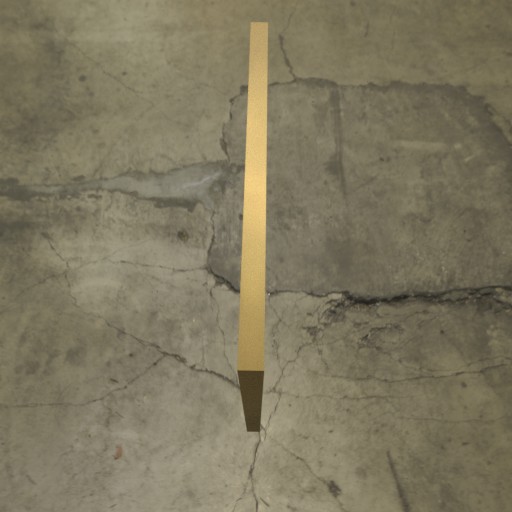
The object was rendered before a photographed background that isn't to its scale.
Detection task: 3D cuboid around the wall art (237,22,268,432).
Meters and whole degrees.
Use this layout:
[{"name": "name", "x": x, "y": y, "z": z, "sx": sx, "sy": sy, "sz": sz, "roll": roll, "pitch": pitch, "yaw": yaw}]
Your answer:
[{"name": "wall art", "x": 0.000, "y": 0.000, "z": 1.136, "sx": 0.038, "sy": 0.762, "sz": 0.762, "roll": 1, "pitch": 62, "yaw": 1}]
